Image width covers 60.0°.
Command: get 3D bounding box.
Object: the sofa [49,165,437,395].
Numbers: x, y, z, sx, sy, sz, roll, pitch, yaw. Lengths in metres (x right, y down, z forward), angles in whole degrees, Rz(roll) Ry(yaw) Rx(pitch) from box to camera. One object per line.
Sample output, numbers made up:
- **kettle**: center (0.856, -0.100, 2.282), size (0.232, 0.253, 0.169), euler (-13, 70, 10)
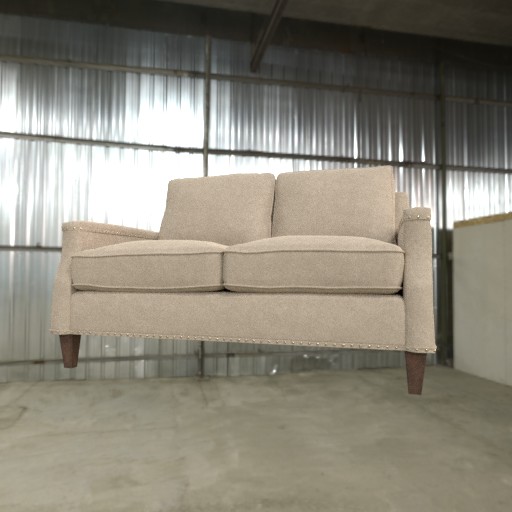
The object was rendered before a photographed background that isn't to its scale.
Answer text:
- **sofa**: center (0.000, 0.000, 2.229), size (1.597, 1.002, 1.084), euler (-1, -2, 17)
